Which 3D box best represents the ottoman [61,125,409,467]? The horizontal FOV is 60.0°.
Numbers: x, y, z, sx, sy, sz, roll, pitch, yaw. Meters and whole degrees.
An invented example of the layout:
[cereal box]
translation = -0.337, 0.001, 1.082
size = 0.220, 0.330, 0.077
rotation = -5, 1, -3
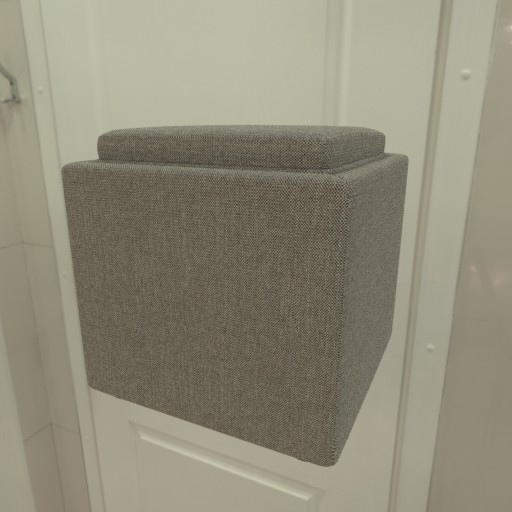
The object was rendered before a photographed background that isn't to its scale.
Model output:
[ottoman]
translation = 0.000, 0.000, 0.811
size = 0.450, 0.460, 0.450
rotation = 8, 19, 25
